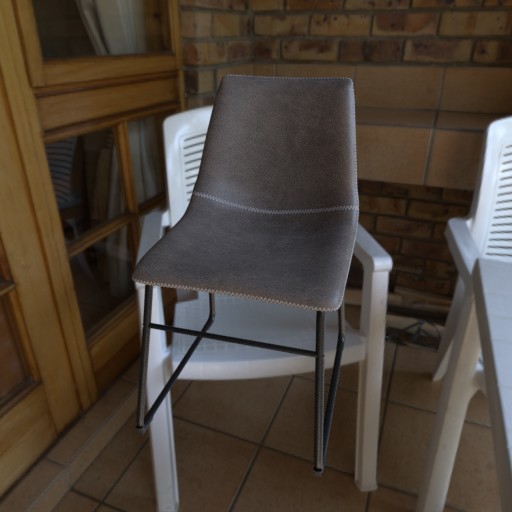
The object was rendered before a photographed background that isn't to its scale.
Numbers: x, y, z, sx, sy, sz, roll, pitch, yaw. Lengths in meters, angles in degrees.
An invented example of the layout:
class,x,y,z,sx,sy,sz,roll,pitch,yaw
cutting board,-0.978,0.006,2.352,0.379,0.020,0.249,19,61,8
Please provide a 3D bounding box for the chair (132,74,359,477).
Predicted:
class,x,y,z,sx,sy,sz,roll,pitch,yaw
chair,0.000,0.000,1.085,0.460,0.780,0.550,7,28,14
